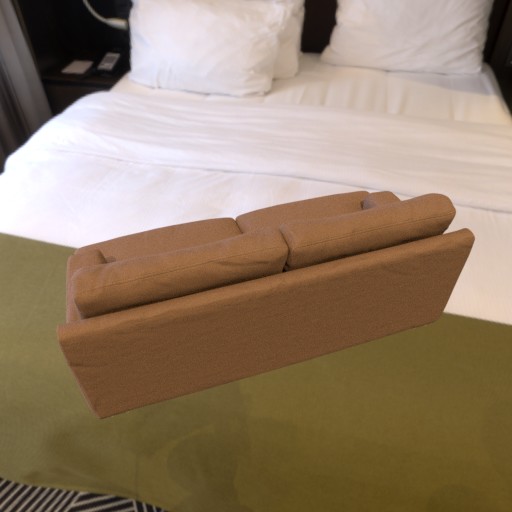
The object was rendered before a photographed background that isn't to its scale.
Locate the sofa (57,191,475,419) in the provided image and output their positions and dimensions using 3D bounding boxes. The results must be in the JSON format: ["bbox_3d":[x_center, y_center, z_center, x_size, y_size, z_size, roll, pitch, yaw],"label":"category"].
[{"bbox_3d":[0.000,0.000,2.813,2.274,0.950,1.140,-13,44,-14],"label":"sofa"}]
